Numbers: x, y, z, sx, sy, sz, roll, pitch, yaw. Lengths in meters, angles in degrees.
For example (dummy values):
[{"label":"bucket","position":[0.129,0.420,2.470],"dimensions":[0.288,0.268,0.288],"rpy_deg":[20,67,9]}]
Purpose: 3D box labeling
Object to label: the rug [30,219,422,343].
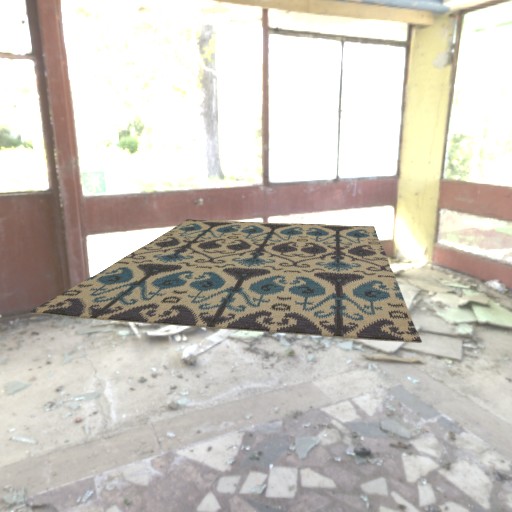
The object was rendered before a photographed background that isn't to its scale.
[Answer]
[{"label":"rug","position":[0.000,0.000,4.201],"dimensions":[2.443,0.024,3.228],"rpy_deg":[3,16,9]}]
